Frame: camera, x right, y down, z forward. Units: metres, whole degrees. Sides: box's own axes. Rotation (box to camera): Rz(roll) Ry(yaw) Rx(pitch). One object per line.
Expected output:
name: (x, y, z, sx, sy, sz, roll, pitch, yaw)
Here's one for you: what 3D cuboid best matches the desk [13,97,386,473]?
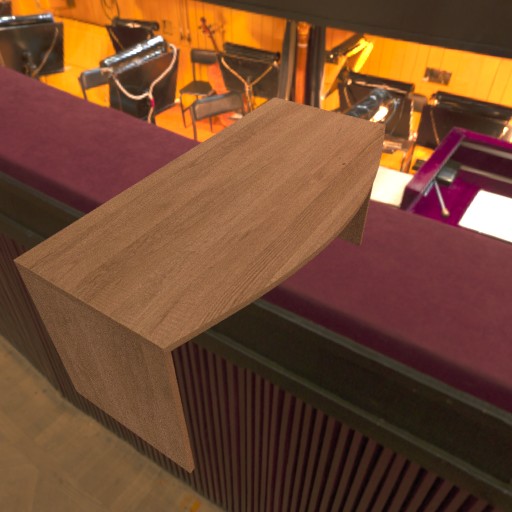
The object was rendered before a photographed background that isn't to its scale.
desk: (0.000, 0.000, 1.997, 0.802, 0.752, 1.600, 23, 46, 24)
